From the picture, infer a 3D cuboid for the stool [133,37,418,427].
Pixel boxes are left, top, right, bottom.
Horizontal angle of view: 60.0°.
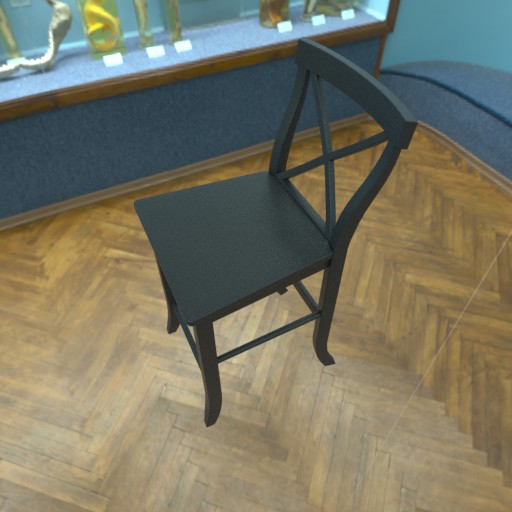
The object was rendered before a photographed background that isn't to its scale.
[{"bbox_3d":[0.000,0.000,1.286,0.559,0.989,0.452,-20,51,-17],"label":"stool"}]
